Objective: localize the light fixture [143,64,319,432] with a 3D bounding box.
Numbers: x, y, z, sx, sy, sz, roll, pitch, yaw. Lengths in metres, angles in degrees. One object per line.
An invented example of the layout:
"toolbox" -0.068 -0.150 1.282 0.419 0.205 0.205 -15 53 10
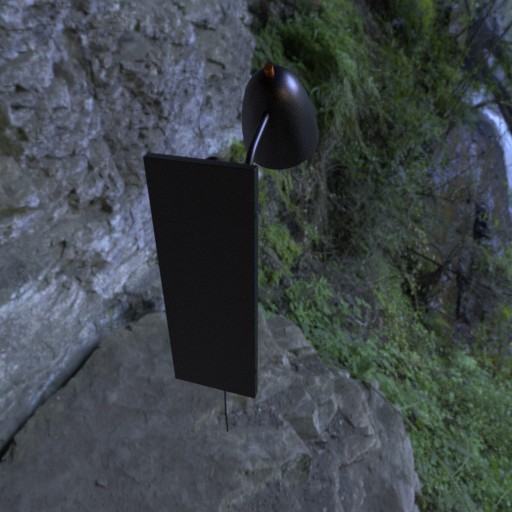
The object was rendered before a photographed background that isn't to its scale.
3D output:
"light fixture" 0.000 0.000 0.918 0.162 0.715 0.499 10 35 14
